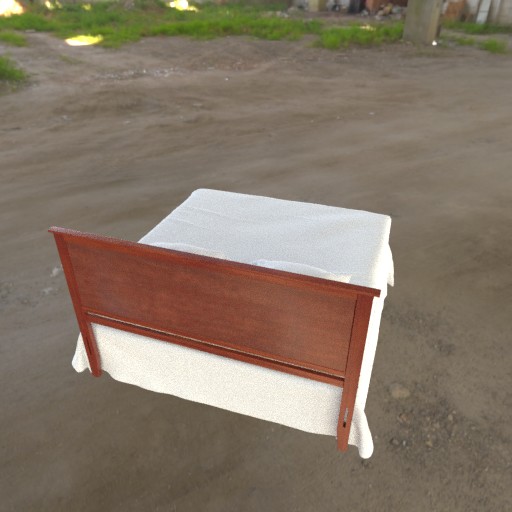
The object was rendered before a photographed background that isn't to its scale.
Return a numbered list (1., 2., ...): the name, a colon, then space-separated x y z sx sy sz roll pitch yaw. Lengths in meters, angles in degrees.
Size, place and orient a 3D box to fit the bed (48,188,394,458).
1. bed: 0.000 0.000 3.662 2.314 1.271 2.219 11 34 16
